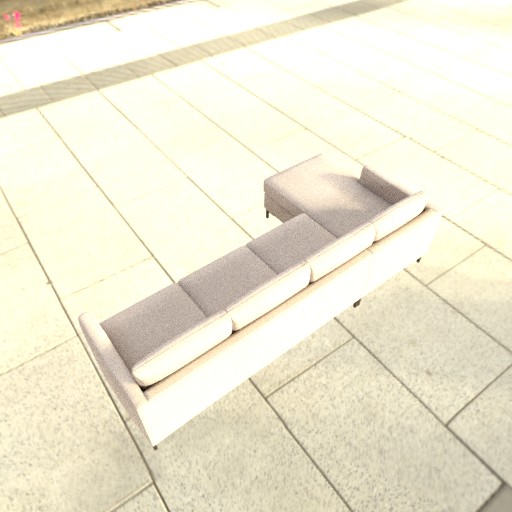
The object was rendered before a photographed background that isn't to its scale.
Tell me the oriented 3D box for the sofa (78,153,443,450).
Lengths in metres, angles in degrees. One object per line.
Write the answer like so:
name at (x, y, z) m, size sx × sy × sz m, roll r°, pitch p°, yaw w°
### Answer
sofa at (0.000, 0.000, 3.674) m, size 2.923 × 0.816 × 1.469 m, roll -29°, pitch 53°, yaw -25°
